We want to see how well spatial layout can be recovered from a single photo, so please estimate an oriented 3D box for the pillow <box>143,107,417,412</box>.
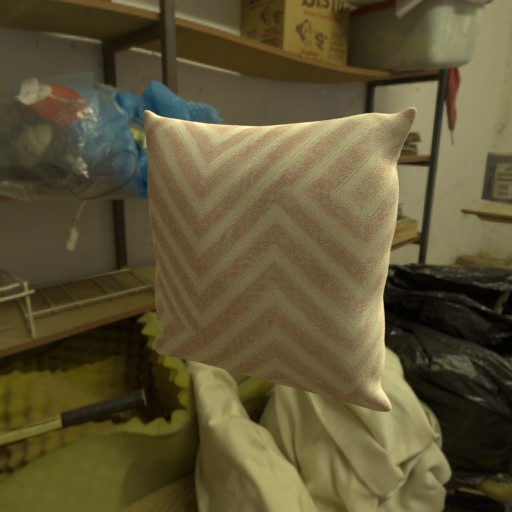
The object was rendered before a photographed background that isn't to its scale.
[{"bbox_3d":[0.000,0.000,0.688,0.440,0.441,0.182,8,17,26],"label":"pillow"}]
